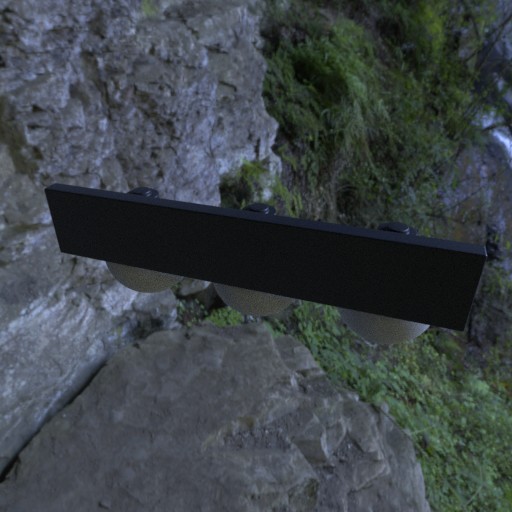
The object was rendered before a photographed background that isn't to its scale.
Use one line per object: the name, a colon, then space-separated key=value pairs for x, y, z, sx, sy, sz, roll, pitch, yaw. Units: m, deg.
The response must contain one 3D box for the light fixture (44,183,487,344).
light fixture: x=0.000 y=0.000 z=0.841 sx=0.721 sy=0.263 sz=0.218 roll=10 pitch=32 yaw=16
